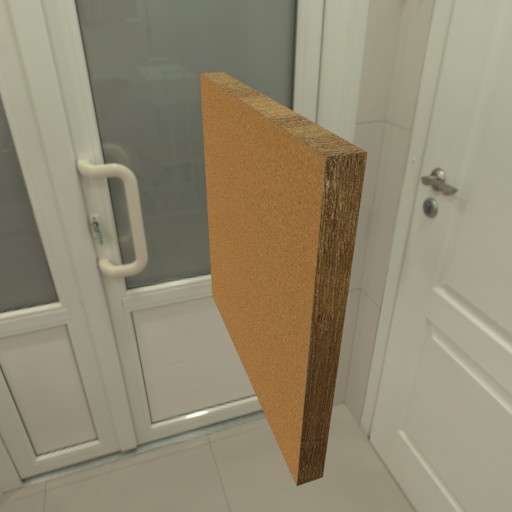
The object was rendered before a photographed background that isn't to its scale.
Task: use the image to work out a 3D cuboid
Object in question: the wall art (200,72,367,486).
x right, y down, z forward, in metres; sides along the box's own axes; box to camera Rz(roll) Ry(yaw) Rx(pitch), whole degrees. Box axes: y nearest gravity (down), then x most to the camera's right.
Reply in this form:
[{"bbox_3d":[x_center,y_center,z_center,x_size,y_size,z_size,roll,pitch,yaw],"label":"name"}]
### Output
[{"bbox_3d":[0.000,0.000,0.594,0.039,0.403,0.406,-10,32,-17],"label":"wall art"}]
